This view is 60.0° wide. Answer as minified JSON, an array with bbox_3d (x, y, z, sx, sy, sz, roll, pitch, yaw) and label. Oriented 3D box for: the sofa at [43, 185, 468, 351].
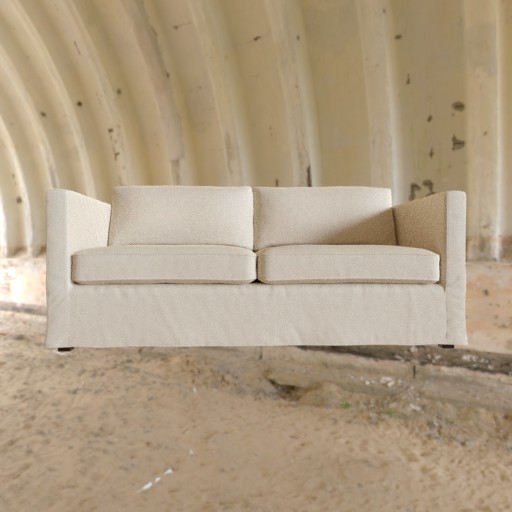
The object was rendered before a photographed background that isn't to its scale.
[{"bbox_3d":[0.000,0.000,2.495,1.987,0.870,0.940,0,1,-2],"label":"sofa"}]
